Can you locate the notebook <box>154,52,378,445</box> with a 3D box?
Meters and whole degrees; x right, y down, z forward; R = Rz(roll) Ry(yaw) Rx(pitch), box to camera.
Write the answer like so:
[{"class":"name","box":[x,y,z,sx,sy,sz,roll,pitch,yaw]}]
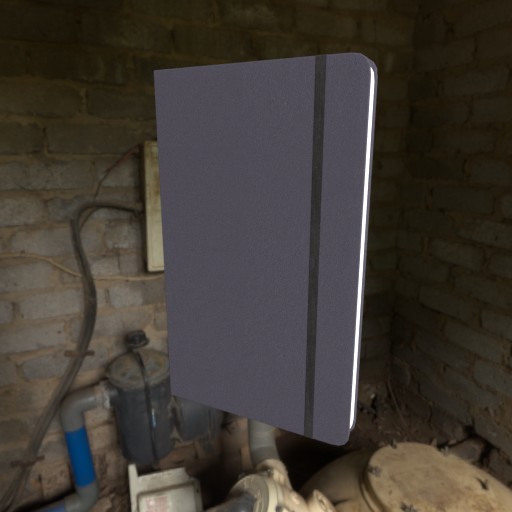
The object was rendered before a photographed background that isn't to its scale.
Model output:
[{"class":"notebook","box":[0.000,0.000,0.264,0.127,0.213,0.016,7,16,26]}]
